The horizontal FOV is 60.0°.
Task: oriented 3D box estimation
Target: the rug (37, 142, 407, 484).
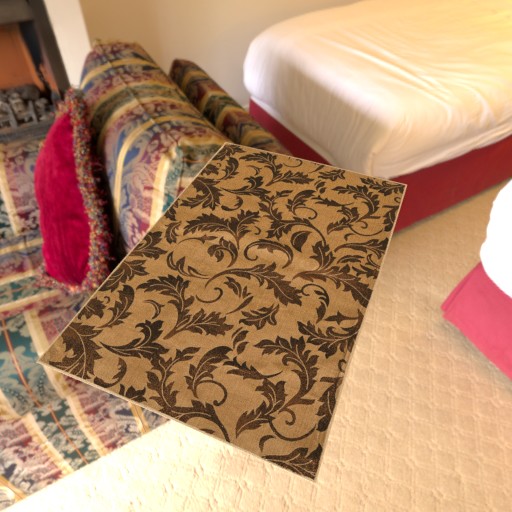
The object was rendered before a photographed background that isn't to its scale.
[{"bbox_3d":[0.000,0.000,2.818,1.522,0.008,2.284,17,48,16],"label":"rug"}]
